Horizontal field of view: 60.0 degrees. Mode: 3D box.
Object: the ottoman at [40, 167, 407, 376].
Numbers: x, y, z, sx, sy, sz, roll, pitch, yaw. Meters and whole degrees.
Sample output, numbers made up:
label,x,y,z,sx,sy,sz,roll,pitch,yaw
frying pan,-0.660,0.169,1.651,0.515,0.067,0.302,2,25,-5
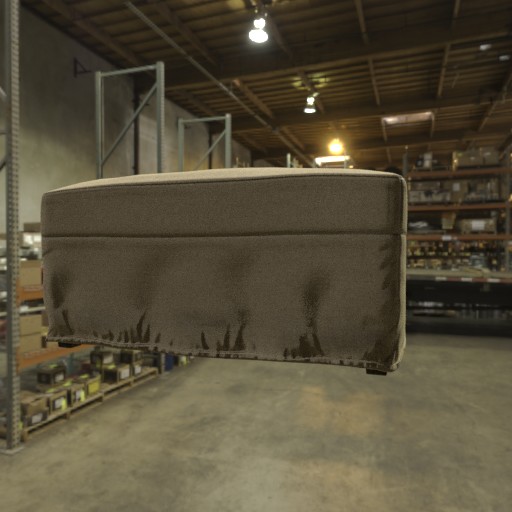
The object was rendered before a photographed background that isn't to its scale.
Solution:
label,x,y,z,sx,sy,sz,roll,pitch,yaw
ottoman,0.000,0.000,1.310,0.843,0.436,0.840,0,1,18
